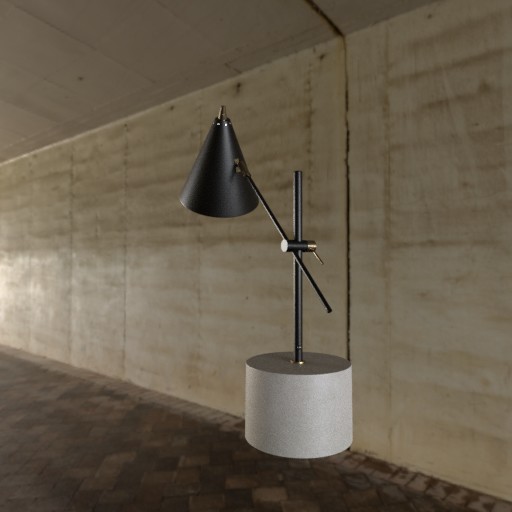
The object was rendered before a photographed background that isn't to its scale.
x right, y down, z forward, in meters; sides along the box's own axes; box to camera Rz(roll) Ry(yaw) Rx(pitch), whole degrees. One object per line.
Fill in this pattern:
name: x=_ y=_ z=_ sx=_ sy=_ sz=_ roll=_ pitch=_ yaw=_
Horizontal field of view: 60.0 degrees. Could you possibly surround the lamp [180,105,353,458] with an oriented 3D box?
lamp: x=0.000 y=0.000 z=0.733 sx=0.214 sy=0.518 sz=0.403 roll=0 pitch=-1 yaw=-17
